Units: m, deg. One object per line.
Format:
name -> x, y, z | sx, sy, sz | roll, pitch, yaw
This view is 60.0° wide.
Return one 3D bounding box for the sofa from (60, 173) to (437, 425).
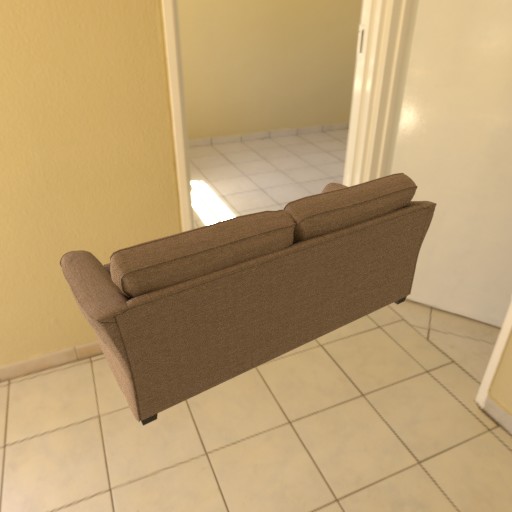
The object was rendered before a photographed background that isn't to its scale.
sofa -> 0.000, 0.000, 2.887 | 2.270, 0.965, 0.980 | -18, 35, -28
